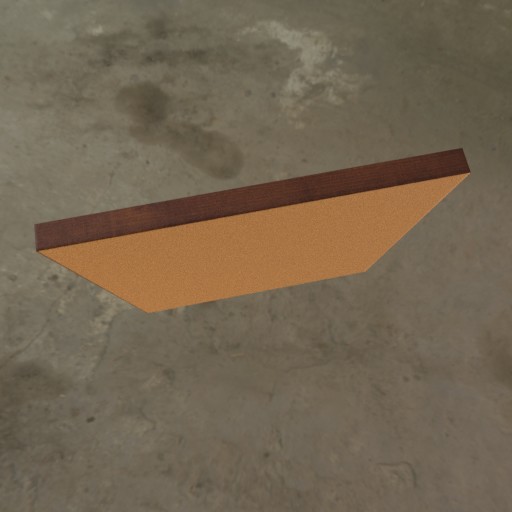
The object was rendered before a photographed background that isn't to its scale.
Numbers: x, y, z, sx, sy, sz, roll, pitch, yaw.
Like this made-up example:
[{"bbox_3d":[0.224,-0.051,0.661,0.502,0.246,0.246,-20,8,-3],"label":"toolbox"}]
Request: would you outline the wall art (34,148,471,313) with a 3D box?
[{"bbox_3d":[0.000,0.000,0.836,0.554,0.572,0.037,-10,75,-3],"label":"wall art"}]
